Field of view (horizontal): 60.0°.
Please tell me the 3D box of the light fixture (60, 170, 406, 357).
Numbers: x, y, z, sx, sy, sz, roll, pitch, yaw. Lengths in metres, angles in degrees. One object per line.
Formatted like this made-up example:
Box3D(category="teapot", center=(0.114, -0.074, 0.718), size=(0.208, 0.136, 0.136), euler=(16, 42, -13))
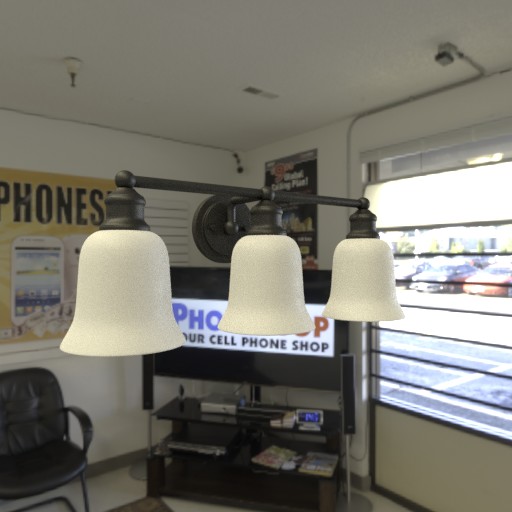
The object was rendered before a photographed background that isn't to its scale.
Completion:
Box3D(category="light fixture", center=(0.000, 0.000, 0.680), size=(0.570, 0.211, 0.198), euler=(0, 0, -35))
